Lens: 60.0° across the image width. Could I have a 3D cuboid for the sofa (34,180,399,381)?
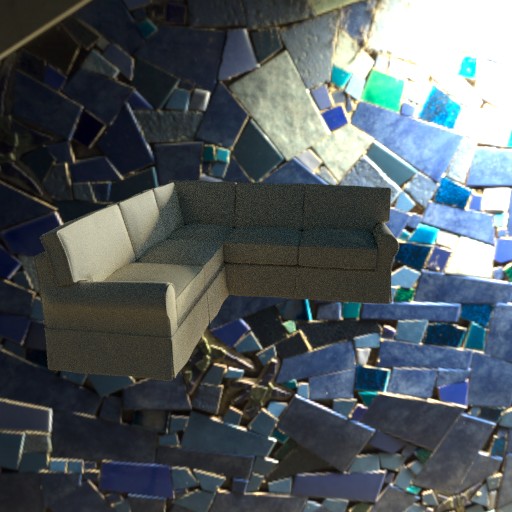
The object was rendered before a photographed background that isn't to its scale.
[{"bbox_3d":[0.000,0.000,3.995,2.597,1.070,2.591,3,17,9],"label":"sofa"}]
